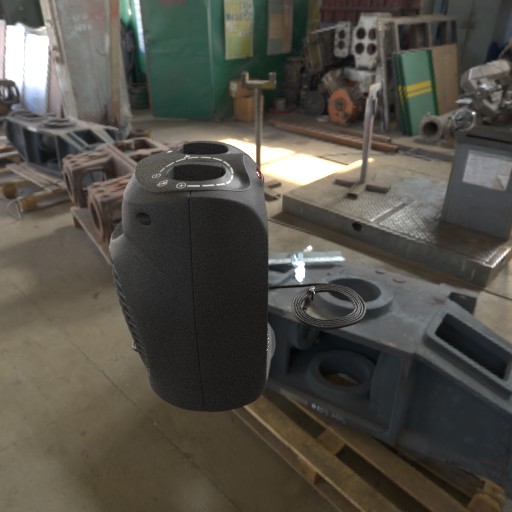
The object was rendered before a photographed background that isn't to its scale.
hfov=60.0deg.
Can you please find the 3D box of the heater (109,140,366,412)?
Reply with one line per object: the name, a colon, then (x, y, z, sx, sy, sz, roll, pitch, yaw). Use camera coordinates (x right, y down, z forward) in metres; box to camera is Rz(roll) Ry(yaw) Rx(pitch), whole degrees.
heater: (0.000, 0.000, 0.468, 0.291, 0.240, 0.239, 0, 30, -1)
